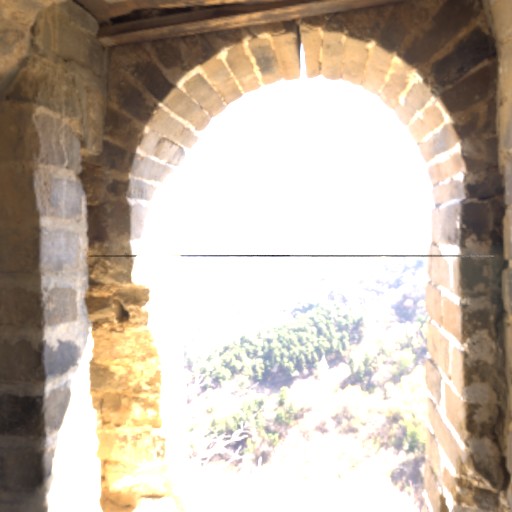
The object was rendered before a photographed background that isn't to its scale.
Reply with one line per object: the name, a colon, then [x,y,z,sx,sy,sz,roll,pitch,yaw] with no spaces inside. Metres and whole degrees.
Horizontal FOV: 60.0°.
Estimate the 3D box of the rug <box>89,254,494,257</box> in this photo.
rug: [0.000,0.000,3.004,1.515,0.010,2.430,0,0,-37]
